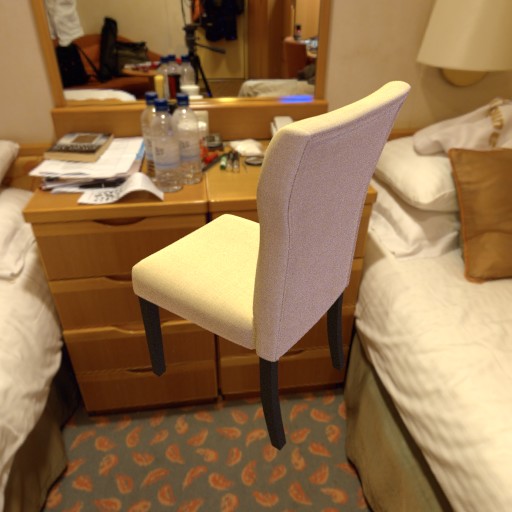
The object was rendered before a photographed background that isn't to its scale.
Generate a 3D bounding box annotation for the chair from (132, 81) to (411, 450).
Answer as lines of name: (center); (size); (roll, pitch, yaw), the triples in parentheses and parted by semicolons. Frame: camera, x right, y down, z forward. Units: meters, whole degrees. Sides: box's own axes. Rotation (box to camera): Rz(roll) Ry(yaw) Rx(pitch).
chair: (0.000, 0.000, 1.258); (0.597, 0.921, 0.509); (20, 37, 30)
